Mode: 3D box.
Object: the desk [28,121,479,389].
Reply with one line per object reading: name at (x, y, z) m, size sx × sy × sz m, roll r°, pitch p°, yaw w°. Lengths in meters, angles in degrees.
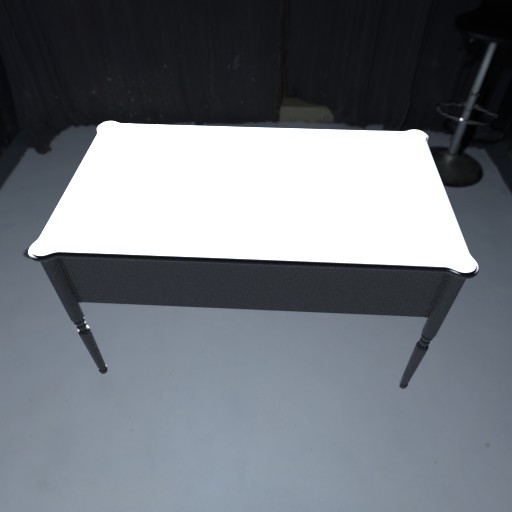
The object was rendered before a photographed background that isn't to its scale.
desk at (0.000, 0.000, 1.864) m, size 1.380 × 0.762 × 0.807 m, roll 2°, pitch 47°, yaw 2°
